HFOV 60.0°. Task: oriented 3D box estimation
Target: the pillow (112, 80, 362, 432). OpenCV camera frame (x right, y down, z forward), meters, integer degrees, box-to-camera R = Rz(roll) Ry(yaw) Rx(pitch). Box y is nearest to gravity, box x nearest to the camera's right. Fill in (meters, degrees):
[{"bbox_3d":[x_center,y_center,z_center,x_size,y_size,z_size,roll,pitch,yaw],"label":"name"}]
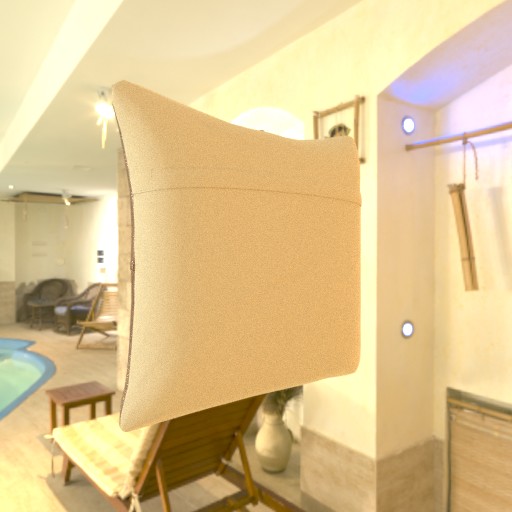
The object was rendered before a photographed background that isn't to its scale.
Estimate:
[{"bbox_3d":[0.000,0.000,0.733,0.484,0.470,0.192,0,1,-37],"label":"pillow"}]
